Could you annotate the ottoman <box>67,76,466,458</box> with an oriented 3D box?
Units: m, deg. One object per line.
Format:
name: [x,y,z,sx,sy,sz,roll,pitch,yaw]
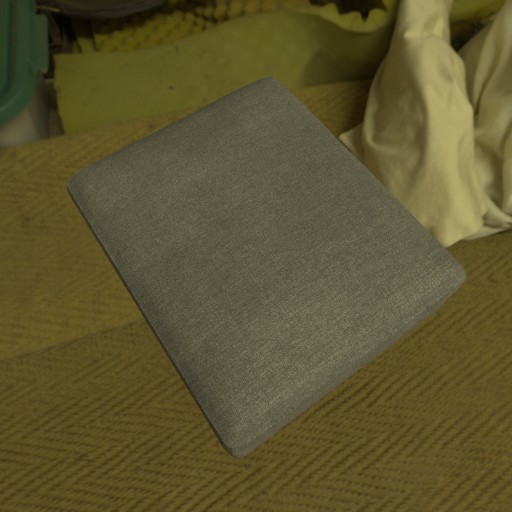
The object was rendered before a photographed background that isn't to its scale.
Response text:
ottoman: [0.000,0.000,1.262,0.693,0.474,0.821,-32,68,-14]
